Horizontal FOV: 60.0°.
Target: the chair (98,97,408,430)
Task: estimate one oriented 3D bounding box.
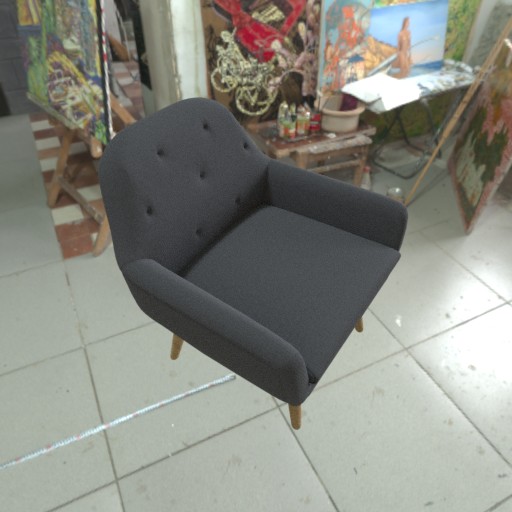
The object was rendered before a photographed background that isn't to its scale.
[{"bbox_3d":[0.000,0.000,1.452,0.779,0.800,0.770,25,47,25],"label":"chair"}]
